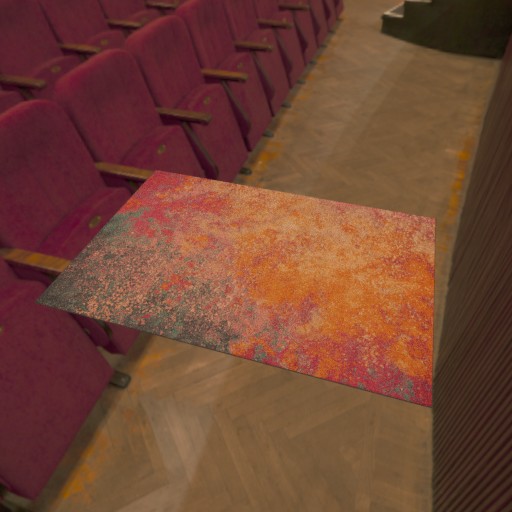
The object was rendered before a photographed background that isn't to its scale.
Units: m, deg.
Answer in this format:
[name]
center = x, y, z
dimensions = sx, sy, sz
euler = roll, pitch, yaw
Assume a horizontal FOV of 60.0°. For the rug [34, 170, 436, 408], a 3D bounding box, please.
[rug]
center = 0.000, 0.000, 3.740
dimensions = 2.896, 0.013, 2.007
euler = 12, 43, 13
